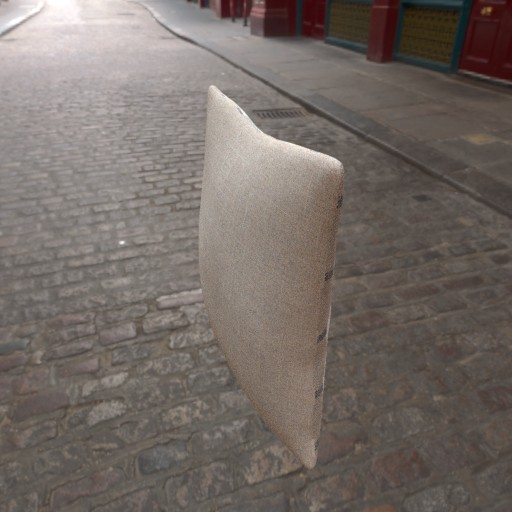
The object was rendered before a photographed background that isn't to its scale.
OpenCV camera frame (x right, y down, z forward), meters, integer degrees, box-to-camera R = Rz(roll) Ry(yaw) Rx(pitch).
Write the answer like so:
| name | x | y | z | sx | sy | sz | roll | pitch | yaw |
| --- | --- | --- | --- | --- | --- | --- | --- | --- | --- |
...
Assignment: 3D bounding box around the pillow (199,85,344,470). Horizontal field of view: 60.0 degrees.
| name | x | y | z | sx | sy | sz | roll | pitch | yaw |
| --- | --- | --- | --- | --- | --- | --- | --- | --- | --- |
| pillow | 0.000 | 0.000 | 0.857 | 0.192 | 0.558 | 0.578 | -11 | 33 | -17 |
